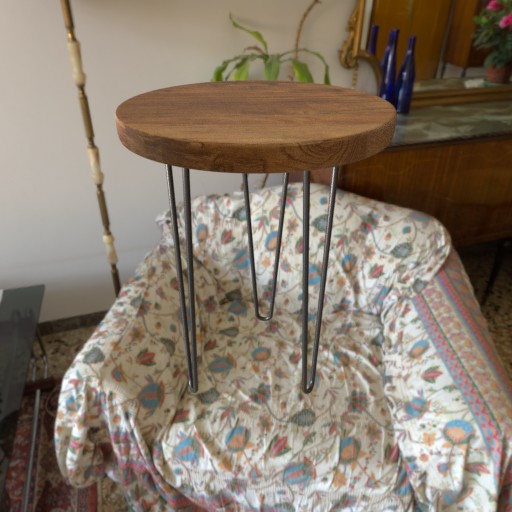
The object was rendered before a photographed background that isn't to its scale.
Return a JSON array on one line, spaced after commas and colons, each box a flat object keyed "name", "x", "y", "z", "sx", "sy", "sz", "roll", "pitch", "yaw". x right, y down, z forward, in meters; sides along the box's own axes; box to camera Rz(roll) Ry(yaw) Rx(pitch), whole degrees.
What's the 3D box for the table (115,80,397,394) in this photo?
[{"name": "table", "x": 0.000, "y": 0.000, "z": 0.782, "sx": 0.400, "sy": 0.520, "sz": 0.400, "roll": 0, "pitch": 31, "yaw": 0}]
